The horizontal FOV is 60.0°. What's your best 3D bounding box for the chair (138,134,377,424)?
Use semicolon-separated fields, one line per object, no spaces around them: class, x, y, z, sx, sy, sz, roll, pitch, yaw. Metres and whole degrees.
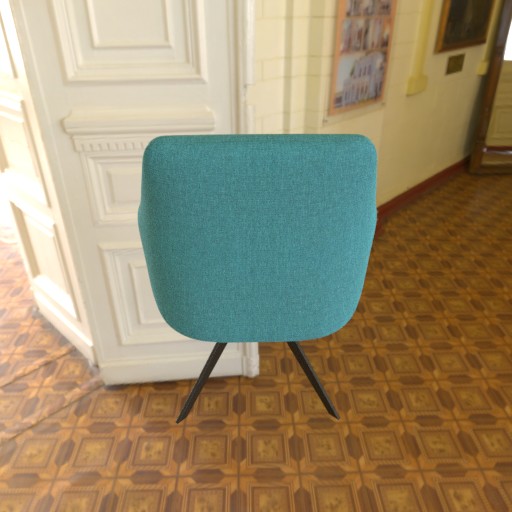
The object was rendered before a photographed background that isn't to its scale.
chair;0.000;0.000;1.318;0.642;0.874;0.677;-1;30;-2
